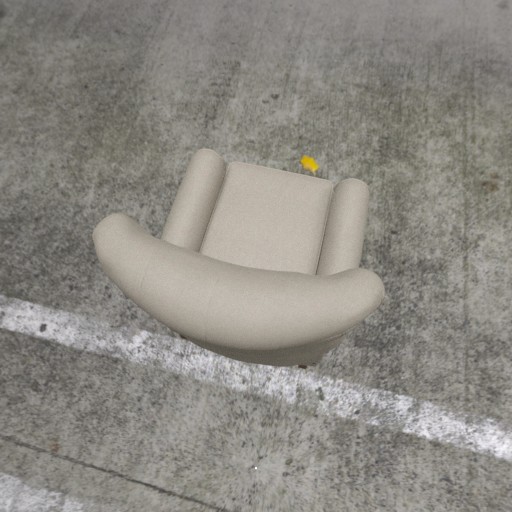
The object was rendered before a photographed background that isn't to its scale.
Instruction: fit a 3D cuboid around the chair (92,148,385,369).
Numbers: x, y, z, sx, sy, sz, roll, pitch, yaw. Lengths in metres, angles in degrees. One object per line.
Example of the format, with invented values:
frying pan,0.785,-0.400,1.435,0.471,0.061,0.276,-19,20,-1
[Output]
chair,0.000,0.000,1.946,0.943,1.158,1.059,13,65,6
